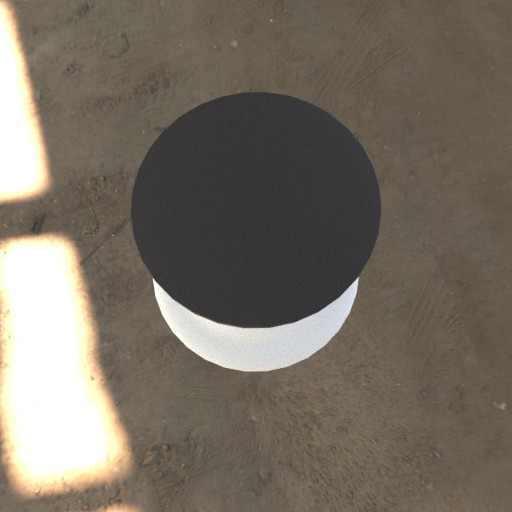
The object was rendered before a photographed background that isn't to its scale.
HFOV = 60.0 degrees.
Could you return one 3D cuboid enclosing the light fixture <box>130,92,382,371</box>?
[{"bbox_3d":[0.000,0.000,0.389,0.197,0.254,0.197,0,75,0],"label":"light fixture"}]
